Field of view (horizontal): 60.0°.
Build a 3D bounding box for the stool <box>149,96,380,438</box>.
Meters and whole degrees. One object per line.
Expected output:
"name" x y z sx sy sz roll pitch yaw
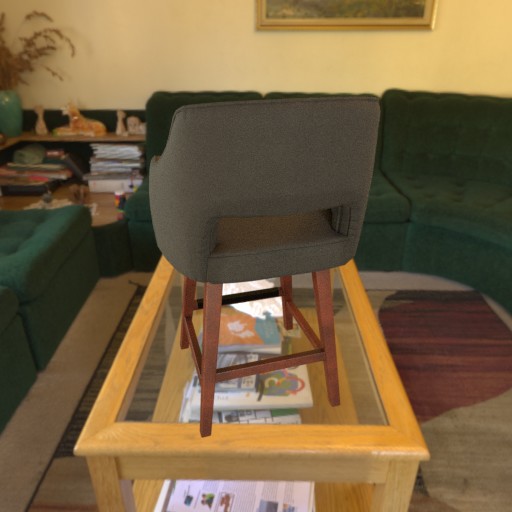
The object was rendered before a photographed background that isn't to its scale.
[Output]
"stool" 0.000 0.000 1.259 0.548 0.912 0.558 -8 28 -15
